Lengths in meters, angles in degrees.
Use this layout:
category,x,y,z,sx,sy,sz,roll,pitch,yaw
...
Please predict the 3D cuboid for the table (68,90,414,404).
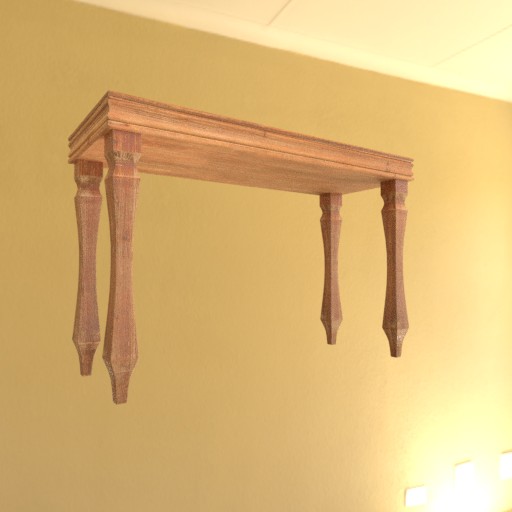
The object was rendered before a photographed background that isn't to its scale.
category,x,y,z,sx,sy,sz,roll,pitch,yaw
table,0.000,0.000,1.786,1.330,0.873,0.522,1,-2,-34
